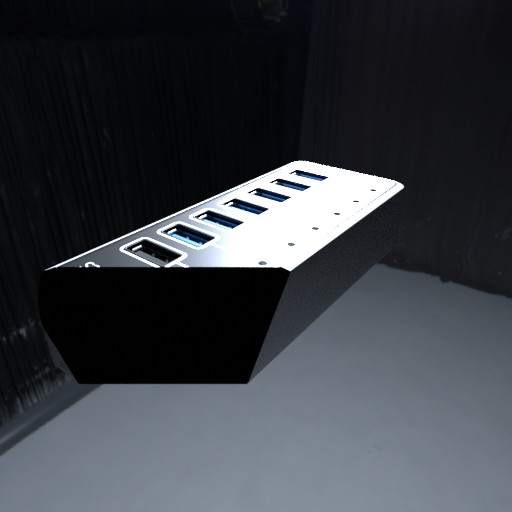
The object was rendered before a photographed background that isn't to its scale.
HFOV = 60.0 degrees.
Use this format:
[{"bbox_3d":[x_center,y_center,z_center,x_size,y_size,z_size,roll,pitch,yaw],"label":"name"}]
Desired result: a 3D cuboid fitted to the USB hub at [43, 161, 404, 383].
[{"bbox_3d":[0.000,0.000,0.128,0.044,0.023,0.110,21,36,32],"label":"USB hub"}]
